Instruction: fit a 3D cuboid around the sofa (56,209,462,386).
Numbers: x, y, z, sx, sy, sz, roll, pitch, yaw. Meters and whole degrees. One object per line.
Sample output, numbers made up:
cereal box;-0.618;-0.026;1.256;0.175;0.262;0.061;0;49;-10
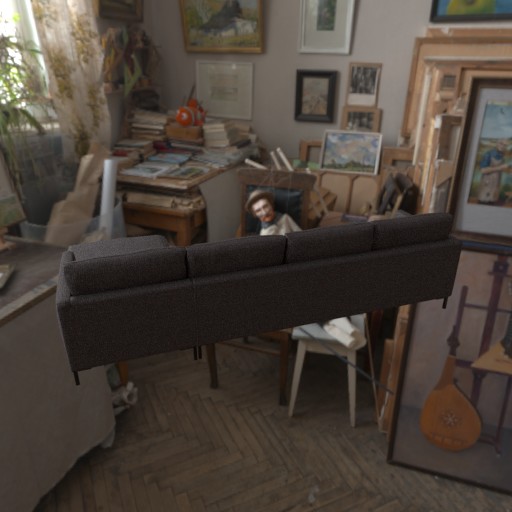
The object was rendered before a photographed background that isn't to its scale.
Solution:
sofa;0.000;0.000;3.953;3.221;0.892;1.483;-8;26;-17
